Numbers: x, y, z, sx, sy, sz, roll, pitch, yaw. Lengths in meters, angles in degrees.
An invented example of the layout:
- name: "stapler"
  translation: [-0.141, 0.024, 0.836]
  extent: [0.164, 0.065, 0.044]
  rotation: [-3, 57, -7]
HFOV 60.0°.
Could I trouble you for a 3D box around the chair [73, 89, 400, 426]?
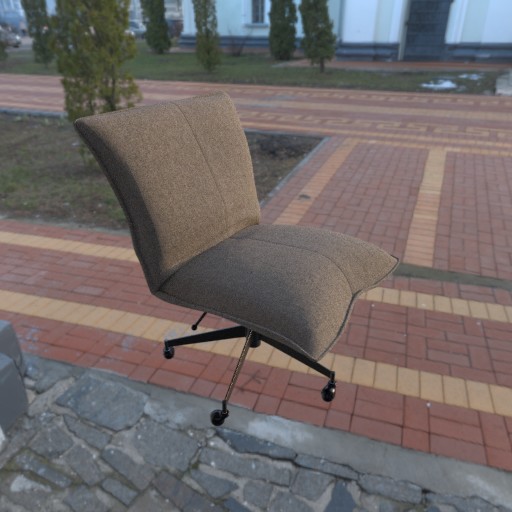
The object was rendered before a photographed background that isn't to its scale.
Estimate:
- name: "chair"
  translation: [0.000, 0.000, 1.293]
  extent: [0.696, 0.811, 0.597]
  rotation: [18, 33, 31]
